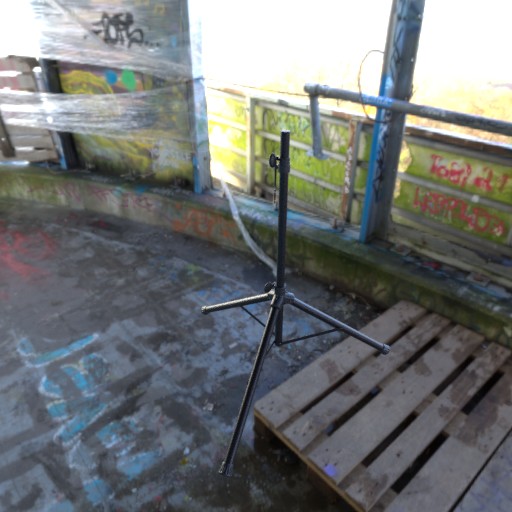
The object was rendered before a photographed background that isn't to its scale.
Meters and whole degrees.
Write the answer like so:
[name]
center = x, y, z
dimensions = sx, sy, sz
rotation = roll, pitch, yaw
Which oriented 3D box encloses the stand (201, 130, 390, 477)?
[stand]
center = 0.000, 0.000, 1.917
dimensions = 1.045, 1.136, 0.907
rotation = -23, 37, -33
